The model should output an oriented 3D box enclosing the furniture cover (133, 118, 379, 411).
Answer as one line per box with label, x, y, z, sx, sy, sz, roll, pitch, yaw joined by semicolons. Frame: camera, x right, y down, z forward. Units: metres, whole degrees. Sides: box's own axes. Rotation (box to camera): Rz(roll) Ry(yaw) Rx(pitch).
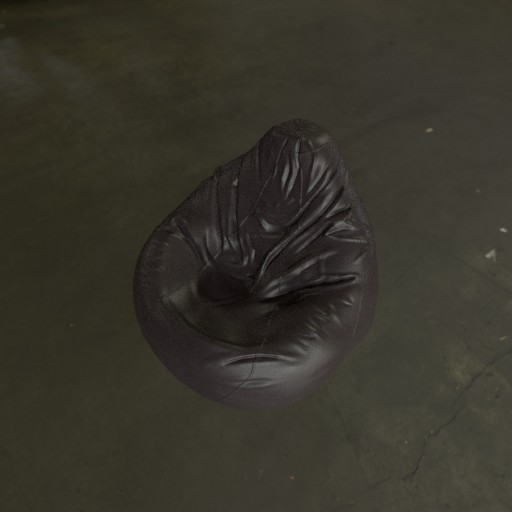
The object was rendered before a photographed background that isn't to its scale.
furniture cover;0.000;0.000;1.979;1.070;0.990;1.070;30;53;26
